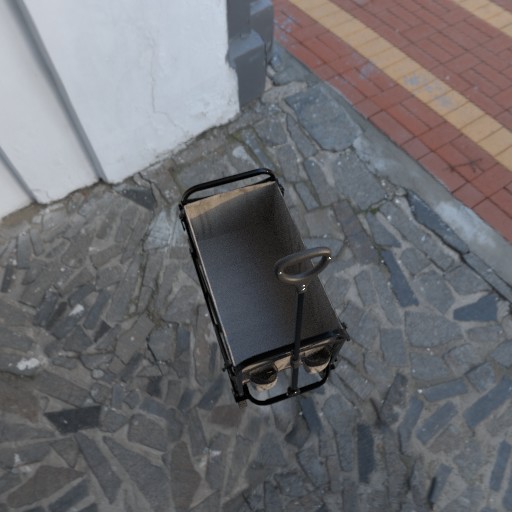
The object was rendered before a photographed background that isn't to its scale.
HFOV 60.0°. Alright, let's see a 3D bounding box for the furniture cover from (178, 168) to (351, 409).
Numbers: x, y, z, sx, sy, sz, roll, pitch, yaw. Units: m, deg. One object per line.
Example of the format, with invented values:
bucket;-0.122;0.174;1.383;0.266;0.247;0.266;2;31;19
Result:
furniture cover;0.000;0.000;1.834;0.532;1.295;1.038;-16;62;-9
